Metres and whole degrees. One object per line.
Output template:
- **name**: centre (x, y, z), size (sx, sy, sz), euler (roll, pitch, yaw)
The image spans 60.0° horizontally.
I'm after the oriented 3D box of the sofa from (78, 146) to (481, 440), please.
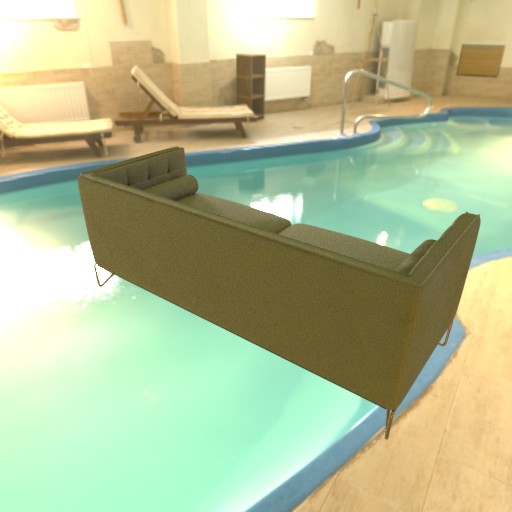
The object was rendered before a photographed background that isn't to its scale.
- **sofa**: centre (0.000, 0.000, 2.540), size (2.087, 0.789, 0.867), euler (20, 34, 32)
